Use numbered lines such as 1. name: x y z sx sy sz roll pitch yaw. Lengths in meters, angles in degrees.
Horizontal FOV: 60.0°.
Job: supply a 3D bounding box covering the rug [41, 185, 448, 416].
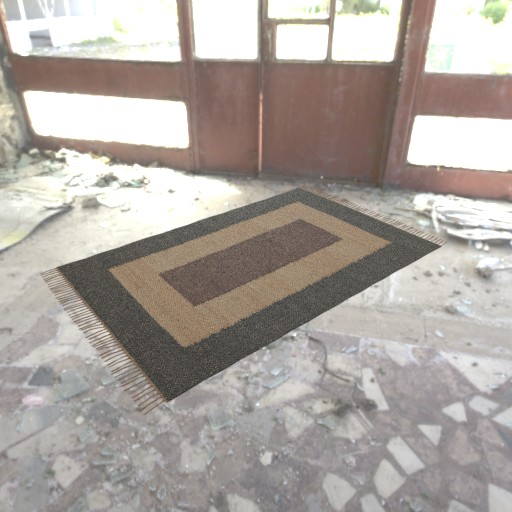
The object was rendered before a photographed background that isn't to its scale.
1. rug: 0.000 0.000 1.904 1.541 0.013 0.920 -23 37 -33
